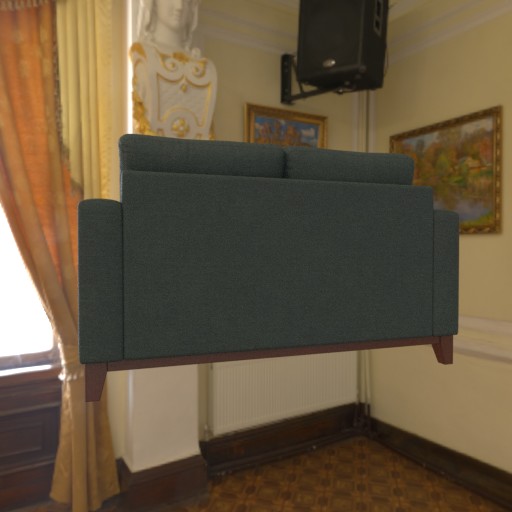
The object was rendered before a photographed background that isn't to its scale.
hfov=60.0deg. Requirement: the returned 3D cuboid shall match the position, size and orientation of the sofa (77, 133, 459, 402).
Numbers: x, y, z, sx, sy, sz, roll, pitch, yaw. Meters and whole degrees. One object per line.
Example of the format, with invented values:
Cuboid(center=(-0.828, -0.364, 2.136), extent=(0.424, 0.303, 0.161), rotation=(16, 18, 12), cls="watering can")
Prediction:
Cuboid(center=(0.000, 0.000, 2.060), extent=(1.489, 0.903, 0.955), rotation=(0, 1, -18), cls="sofa")
